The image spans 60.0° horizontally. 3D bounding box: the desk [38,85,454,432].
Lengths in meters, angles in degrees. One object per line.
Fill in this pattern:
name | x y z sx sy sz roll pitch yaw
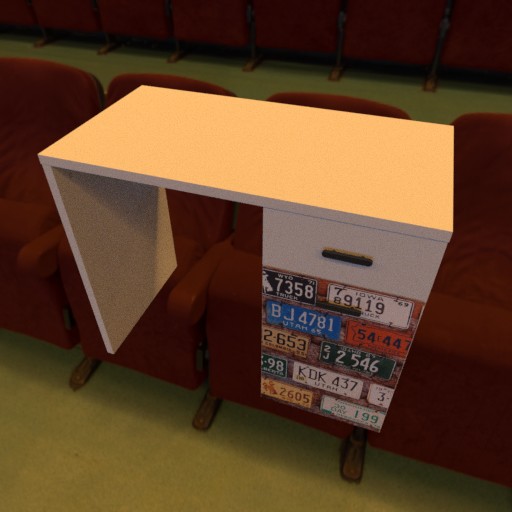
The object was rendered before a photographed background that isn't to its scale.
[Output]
desk | 0.000 0.000 1.301 0.898 0.730 0.482 13 42 14
